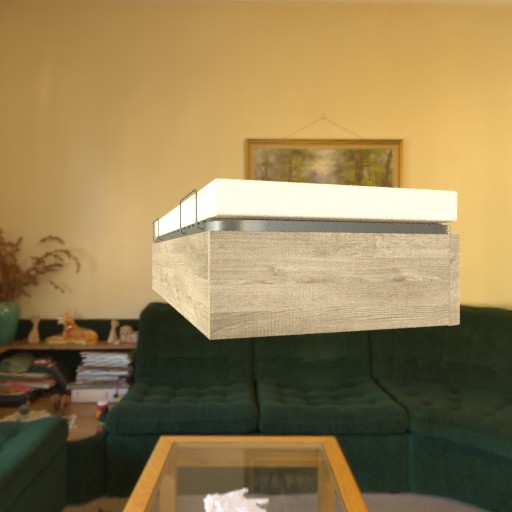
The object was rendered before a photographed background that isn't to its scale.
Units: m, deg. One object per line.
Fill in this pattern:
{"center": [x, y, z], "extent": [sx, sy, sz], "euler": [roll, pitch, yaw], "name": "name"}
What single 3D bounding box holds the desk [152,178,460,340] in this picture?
{"center": [0.000, 0.000, 2.263], "extent": [0.900, 0.455, 1.900], "euler": [0, 0, -18], "name": "desk"}
